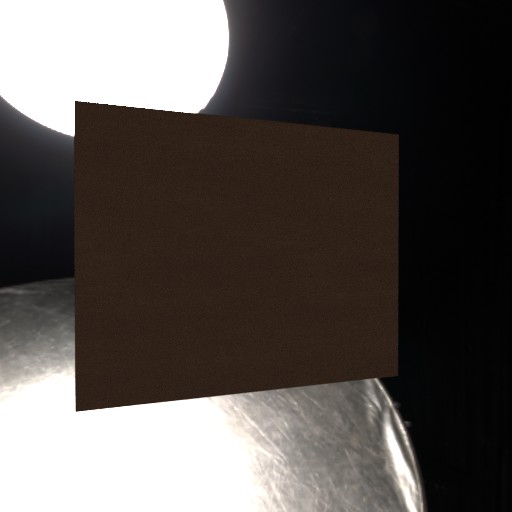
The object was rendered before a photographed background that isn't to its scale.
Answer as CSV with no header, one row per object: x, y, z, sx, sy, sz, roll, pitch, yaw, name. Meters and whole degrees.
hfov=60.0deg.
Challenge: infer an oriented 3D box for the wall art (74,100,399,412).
0.000,0.000,0.670,0.508,0.408,0.012,0,1,-20,wall art
